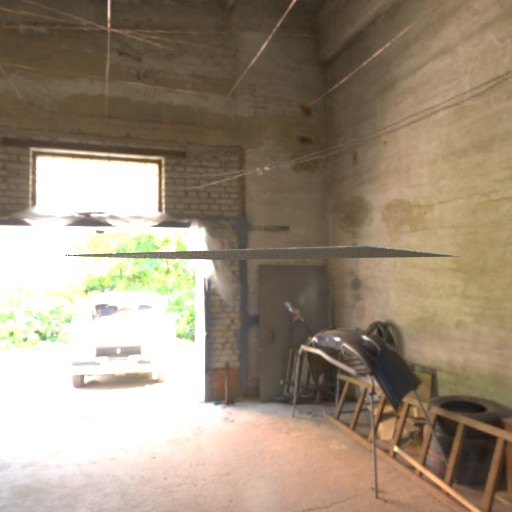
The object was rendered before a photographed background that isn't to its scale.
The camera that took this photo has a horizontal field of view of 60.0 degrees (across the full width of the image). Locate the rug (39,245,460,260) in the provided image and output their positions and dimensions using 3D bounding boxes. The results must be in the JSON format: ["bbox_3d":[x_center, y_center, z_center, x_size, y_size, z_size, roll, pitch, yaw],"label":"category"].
[{"bbox_3d":[0.000,0.000,3.864,2.892,0.006,2.283,-1,-2,35],"label":"rug"}]
